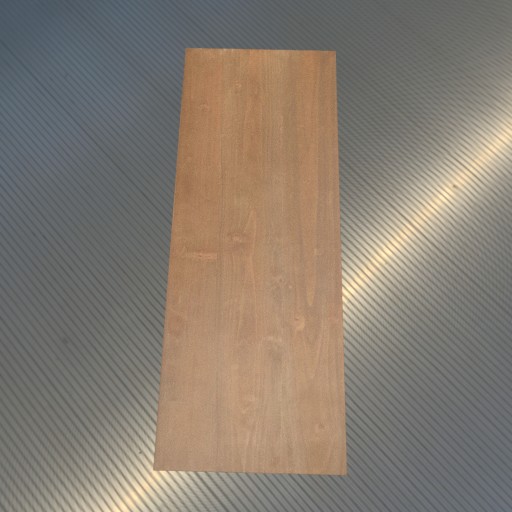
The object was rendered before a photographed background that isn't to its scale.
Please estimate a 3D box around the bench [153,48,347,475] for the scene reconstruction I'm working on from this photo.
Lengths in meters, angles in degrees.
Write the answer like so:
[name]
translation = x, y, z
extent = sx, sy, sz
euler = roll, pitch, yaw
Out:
[bench]
translation = 0.000, 0.000, 1.420
extent = 0.458, 0.458, 1.183
euler = 1, 75, 0
